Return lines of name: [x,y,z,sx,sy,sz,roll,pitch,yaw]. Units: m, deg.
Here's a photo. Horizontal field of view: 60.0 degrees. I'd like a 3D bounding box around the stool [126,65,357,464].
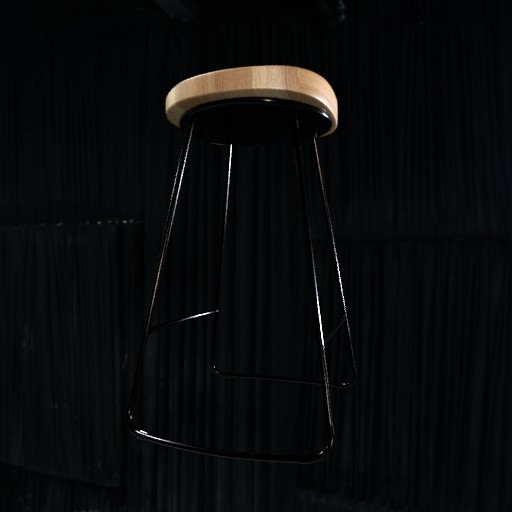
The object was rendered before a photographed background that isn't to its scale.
stool: [0.000,0.000,0.978,0.401,0.679,0.480,0,0,18]
